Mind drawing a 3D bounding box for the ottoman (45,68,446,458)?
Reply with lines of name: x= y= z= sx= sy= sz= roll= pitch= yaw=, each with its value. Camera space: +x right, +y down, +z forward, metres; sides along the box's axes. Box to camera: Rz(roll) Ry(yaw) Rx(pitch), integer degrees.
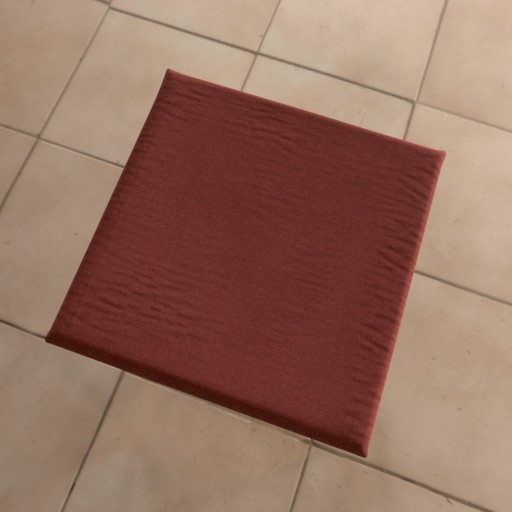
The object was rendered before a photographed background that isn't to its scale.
ottoman: x=0.000 y=0.000 z=1.389 sx=0.890 sy=0.411 sz=0.889 roll=18 pitch=76 yaw=5
